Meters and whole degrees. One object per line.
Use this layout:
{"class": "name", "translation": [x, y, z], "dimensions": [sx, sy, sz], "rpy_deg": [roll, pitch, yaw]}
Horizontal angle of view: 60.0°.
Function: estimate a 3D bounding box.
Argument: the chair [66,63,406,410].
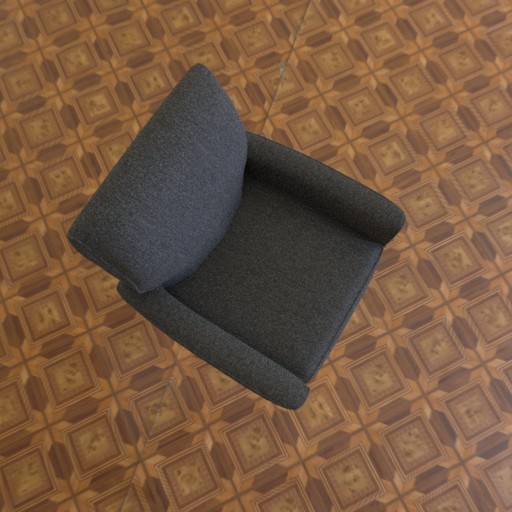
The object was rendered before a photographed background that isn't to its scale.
{"class": "chair", "translation": [0.000, 0.000, 1.659], "dimensions": [0.850, 1.016, 0.839], "rpy_deg": [31, 78, 7]}
